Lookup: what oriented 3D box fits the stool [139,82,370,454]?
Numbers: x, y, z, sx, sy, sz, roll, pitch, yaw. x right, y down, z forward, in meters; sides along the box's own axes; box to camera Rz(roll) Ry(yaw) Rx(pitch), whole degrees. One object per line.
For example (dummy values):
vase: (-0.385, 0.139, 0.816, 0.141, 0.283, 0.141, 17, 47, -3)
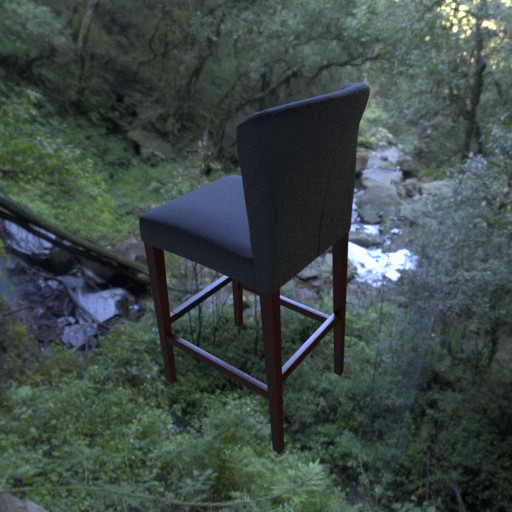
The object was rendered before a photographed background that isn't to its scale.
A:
stool: (0.000, 0.000, 1.412, 0.568, 1.069, 0.481, 21, 36, 31)
